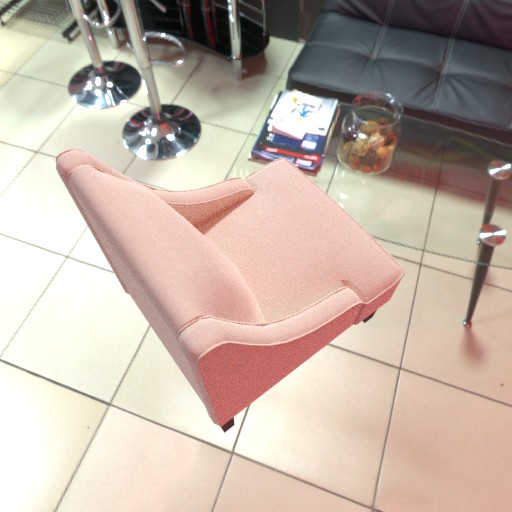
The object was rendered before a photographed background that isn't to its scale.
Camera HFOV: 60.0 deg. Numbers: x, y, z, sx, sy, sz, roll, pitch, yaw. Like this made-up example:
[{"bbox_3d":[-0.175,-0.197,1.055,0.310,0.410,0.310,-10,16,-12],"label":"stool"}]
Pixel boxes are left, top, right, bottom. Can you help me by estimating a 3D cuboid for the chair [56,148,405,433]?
[{"bbox_3d":[0.000,0.000,1.479,0.806,0.886,0.689,-33,64,-18],"label":"chair"}]
